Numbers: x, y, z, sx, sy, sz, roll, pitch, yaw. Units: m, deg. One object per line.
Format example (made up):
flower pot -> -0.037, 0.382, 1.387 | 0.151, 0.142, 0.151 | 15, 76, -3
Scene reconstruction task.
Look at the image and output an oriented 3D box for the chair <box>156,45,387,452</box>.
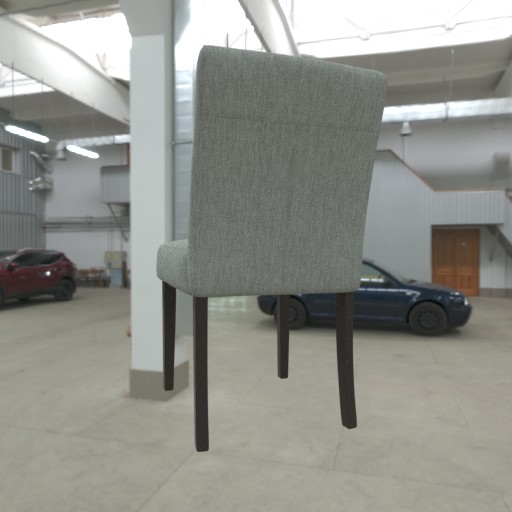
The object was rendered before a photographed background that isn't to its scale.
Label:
chair -> 0.000, 0.000, 1.244 | 0.487, 0.884, 0.629 | 0, 1, -19
